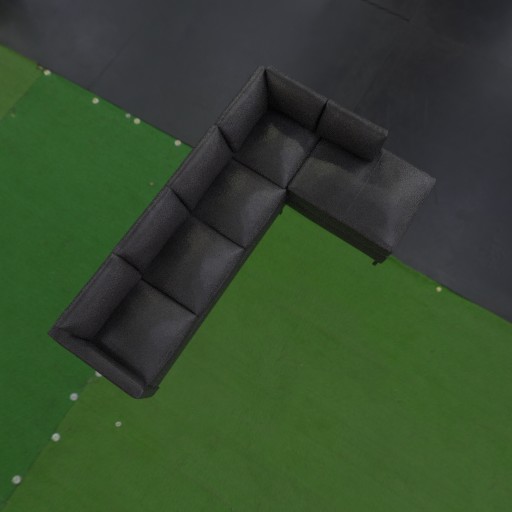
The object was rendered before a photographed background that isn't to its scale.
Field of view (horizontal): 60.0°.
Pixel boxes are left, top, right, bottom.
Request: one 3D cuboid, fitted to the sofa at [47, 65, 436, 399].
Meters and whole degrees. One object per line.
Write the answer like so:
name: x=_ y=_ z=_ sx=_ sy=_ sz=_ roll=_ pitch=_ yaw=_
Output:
sofa: x=0.000 y=0.000 z=3.831 sx=1.938 sy=0.877 sz=2.984 roll=33 pitch=76 yaw=9
